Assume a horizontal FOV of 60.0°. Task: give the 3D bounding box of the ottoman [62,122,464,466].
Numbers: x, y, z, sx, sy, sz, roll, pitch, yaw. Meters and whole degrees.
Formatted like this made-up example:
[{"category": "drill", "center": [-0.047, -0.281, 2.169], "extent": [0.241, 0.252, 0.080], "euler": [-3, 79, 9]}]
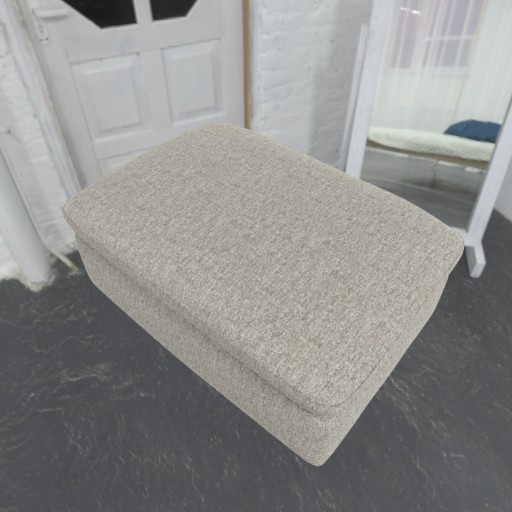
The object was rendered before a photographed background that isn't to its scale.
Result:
[{"category": "ottoman", "center": [0.000, 0.000, 1.336], "extent": [0.977, 0.451, 0.694], "euler": [32, 54, 27]}]
